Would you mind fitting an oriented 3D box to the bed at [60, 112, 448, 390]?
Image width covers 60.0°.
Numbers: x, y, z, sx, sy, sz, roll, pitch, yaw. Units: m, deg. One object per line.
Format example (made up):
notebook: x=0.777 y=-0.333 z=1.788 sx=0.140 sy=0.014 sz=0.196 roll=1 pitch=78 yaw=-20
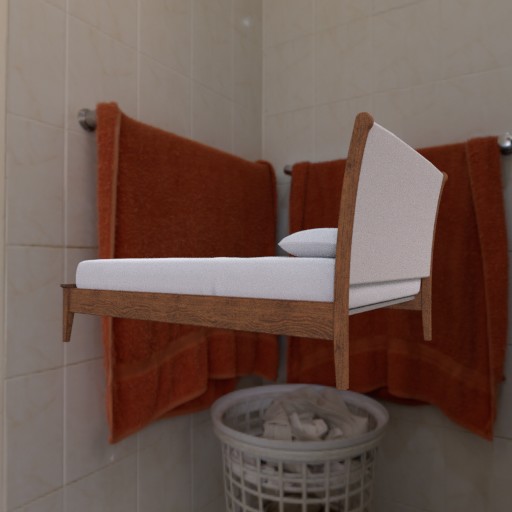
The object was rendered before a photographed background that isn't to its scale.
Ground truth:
bed: x=0.000 y=0.000 z=2.947 sx=2.108 sy=1.135 sz=1.502 roll=-1 pitch=-1 yaw=35
